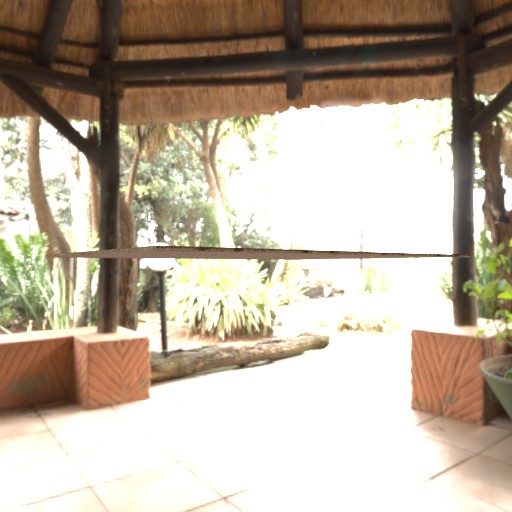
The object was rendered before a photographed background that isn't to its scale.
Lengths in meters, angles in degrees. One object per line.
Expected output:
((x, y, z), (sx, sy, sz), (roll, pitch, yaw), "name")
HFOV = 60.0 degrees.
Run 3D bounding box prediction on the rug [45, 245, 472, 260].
((0.000, 0.000, 3.965), (3.000, 0.026, 2.399), (1, -2, -37), "rug")
